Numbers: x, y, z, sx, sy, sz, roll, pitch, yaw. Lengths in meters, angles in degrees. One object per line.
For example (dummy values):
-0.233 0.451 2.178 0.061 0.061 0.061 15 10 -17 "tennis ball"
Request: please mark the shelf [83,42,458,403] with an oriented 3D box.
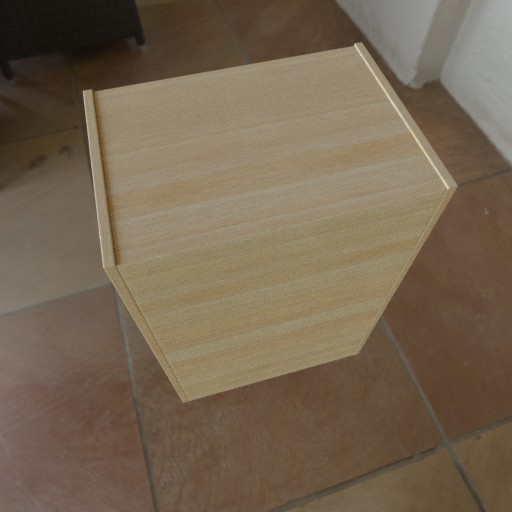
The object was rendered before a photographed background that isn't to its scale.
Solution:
0.000 0.000 0.814 0.414 0.592 0.290 -13 60 -8 "shelf"
